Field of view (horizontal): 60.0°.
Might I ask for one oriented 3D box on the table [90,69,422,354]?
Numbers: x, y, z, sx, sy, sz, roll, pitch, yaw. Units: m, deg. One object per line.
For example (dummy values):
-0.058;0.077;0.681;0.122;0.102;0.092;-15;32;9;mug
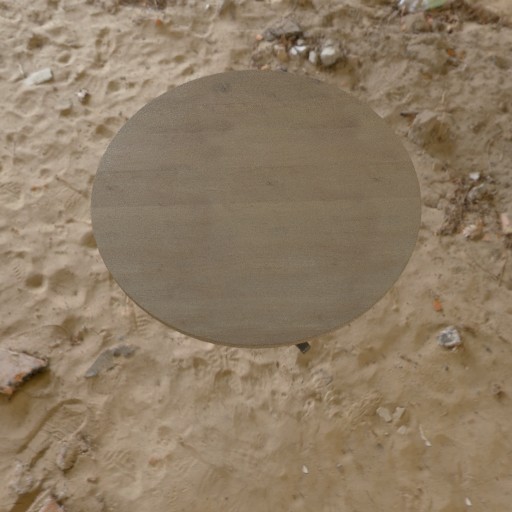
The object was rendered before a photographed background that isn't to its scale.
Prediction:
0.000;0.000;1.433;0.800;0.780;0.800;0;63;0;table
